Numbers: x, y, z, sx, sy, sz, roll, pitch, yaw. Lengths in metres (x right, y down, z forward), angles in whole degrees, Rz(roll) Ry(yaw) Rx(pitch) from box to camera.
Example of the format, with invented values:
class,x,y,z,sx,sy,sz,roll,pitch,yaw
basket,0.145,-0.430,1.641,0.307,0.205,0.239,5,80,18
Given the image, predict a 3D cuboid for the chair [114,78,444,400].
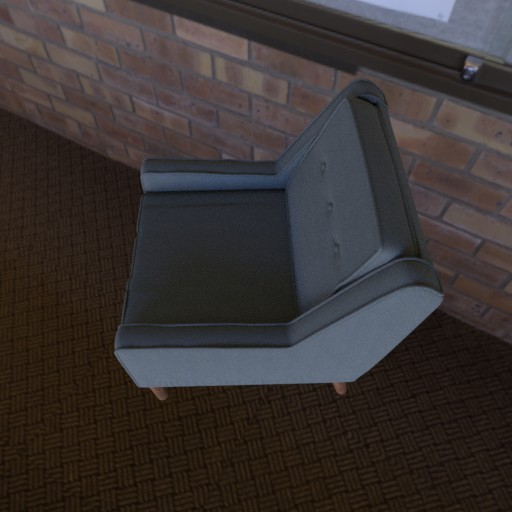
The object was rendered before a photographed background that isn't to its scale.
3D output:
class,x,y,z,sx,sy,sz,roll,pitch,yaw
chair,0.000,0.000,1.322,0.733,0.780,0.663,-2,57,-1
